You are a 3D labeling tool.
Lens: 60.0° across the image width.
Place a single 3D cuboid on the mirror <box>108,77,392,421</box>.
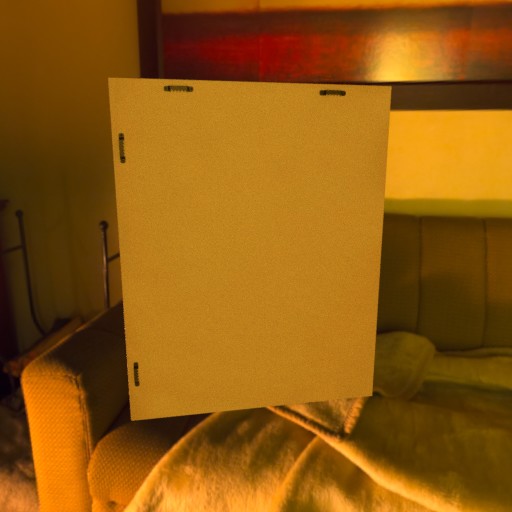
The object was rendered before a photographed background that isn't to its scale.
[{"bbox_3d":[0.000,0.000,0.694,0.406,0.509,0.041,-2,13,-10],"label":"mirror"}]
